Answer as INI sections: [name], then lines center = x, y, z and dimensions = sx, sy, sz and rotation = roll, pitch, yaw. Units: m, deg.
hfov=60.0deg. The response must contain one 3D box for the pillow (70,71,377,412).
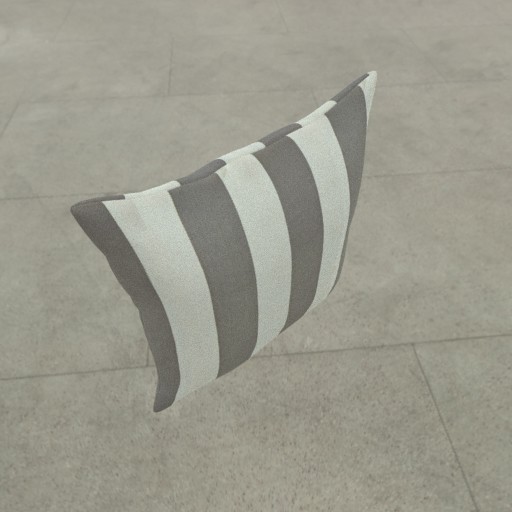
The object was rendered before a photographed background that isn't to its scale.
[pillow]
center = 0.000, 0.000, 0.773
dimensions = 0.522, 0.507, 0.192
rotation = -32, 55, -27
